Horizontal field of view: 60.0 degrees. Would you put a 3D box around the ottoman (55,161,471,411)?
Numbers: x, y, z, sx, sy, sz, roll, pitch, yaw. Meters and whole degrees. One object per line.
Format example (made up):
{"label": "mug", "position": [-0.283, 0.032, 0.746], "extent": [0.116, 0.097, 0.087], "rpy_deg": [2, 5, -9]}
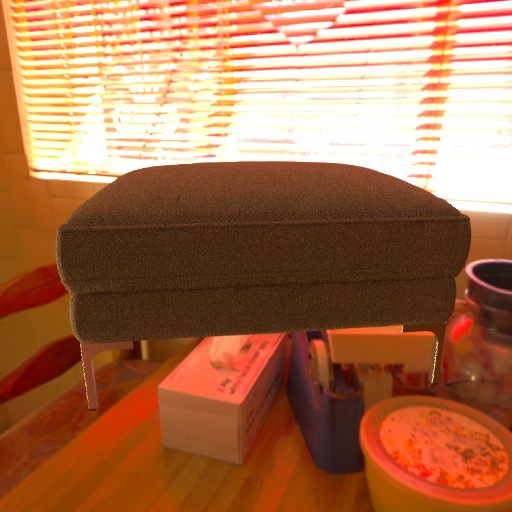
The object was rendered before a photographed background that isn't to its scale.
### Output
{"label": "ottoman", "position": [0.000, 0.000, 1.127], "extent": [0.785, 0.464, 0.583], "rpy_deg": [-2, 17, -7]}
